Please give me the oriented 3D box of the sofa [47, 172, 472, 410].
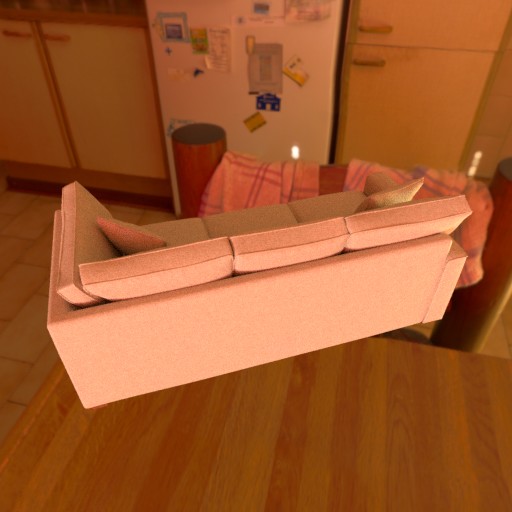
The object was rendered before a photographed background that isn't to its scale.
[{"bbox_3d":[0.000,0.000,2.822,2.317,0.962,1.061,-11,42,-13],"label":"sofa"}]
